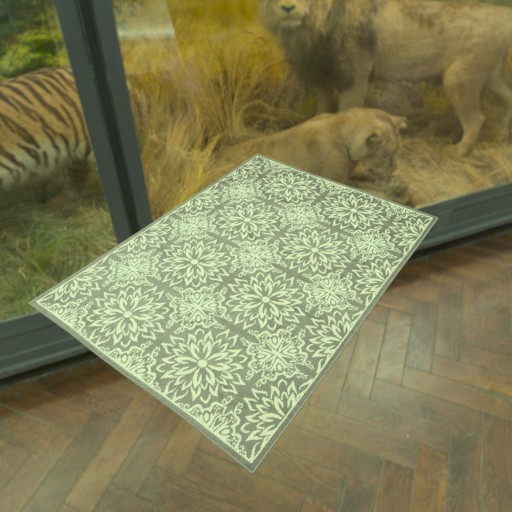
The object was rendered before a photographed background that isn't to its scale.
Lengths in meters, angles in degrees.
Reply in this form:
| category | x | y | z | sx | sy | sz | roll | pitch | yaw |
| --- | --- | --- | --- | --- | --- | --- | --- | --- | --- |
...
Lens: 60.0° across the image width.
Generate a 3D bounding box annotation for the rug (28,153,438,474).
| category | x | y | z | sx | sy | sz | roll | pitch | yaw |
| --- | --- | --- | --- | --- | --- | --- | --- | --- | --- |
| rug | 0.000 | 0.000 | 2.845 | 1.608 | 0.014 | 2.213 | 26 | 47 | 27 |
